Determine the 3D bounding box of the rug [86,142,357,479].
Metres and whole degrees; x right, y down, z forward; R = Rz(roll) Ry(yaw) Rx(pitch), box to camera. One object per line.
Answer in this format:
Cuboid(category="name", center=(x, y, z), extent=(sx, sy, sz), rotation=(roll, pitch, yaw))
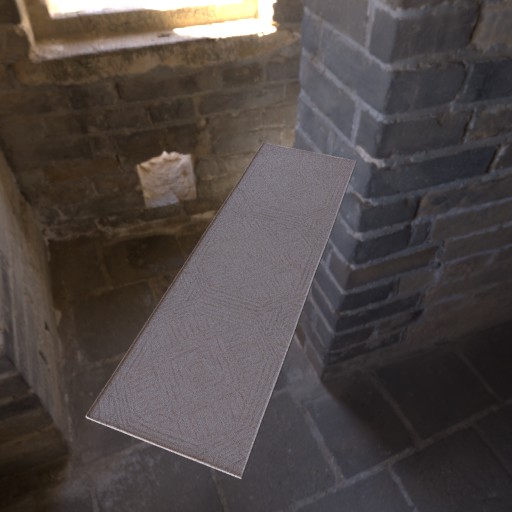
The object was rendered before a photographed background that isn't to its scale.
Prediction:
Cuboid(category="rug", center=(0.000, 0.000, 2.729), extent=(0.775, 0.012, 2.452), rotation=(15, 48, 14))
